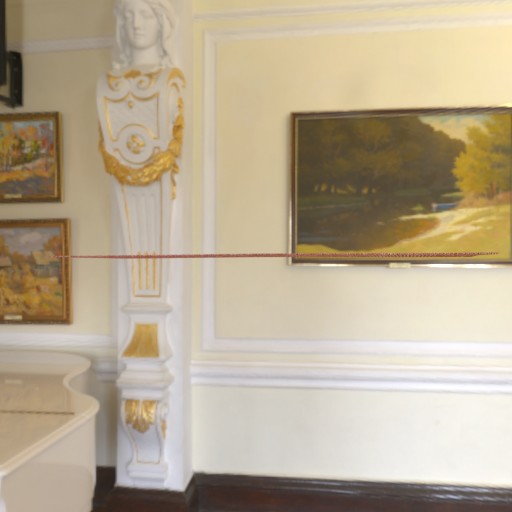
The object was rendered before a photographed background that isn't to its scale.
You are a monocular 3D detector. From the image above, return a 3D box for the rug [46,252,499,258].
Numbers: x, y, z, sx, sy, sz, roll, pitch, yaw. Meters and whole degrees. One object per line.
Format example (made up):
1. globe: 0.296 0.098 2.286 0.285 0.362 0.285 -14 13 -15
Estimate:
1. rug: 0.000 0.000 2.535 2.353 0.013 0.718 0 -1 19
